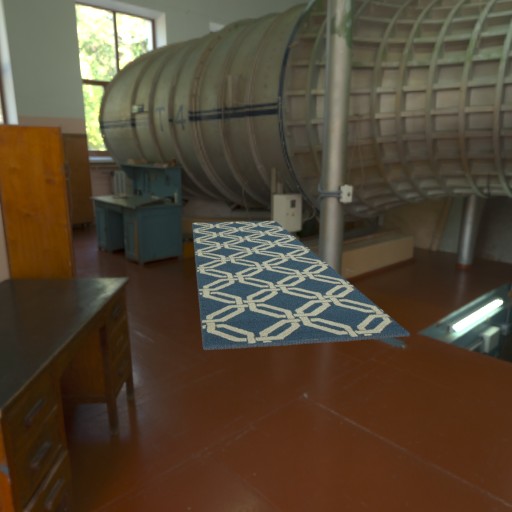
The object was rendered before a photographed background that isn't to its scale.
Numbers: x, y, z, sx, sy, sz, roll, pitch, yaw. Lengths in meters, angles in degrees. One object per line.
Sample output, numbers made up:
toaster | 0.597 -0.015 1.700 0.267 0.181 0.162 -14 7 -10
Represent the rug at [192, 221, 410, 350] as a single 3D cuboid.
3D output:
rug | 0.000 0.000 2.495 0.678 0.014 2.276 -2 14 -9
